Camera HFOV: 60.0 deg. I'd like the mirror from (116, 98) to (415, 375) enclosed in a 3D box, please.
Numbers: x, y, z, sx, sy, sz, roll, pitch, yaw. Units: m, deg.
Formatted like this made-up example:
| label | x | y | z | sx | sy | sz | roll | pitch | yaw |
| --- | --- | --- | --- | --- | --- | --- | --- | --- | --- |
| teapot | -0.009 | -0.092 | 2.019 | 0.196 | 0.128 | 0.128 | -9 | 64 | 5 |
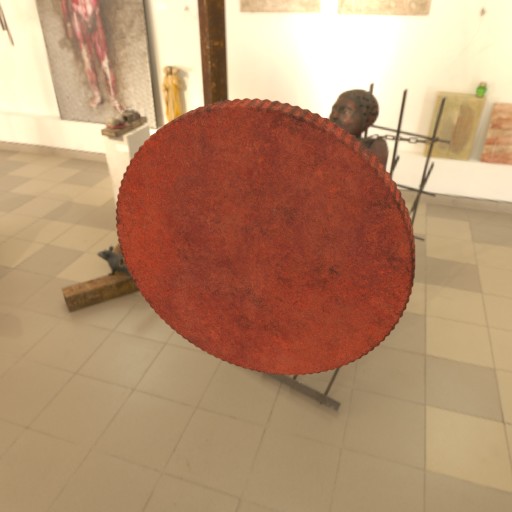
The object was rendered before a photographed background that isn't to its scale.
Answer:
| label | x | y | z | sx | sy | sz | roll | pitch | yaw |
| --- | --- | --- | --- | --- | --- | --- | --- | --- | --- |
| mirror | 0.000 | 0.000 | 0.900 | 0.609 | 0.609 | 0.056 | 10 | 34 | 15 |
